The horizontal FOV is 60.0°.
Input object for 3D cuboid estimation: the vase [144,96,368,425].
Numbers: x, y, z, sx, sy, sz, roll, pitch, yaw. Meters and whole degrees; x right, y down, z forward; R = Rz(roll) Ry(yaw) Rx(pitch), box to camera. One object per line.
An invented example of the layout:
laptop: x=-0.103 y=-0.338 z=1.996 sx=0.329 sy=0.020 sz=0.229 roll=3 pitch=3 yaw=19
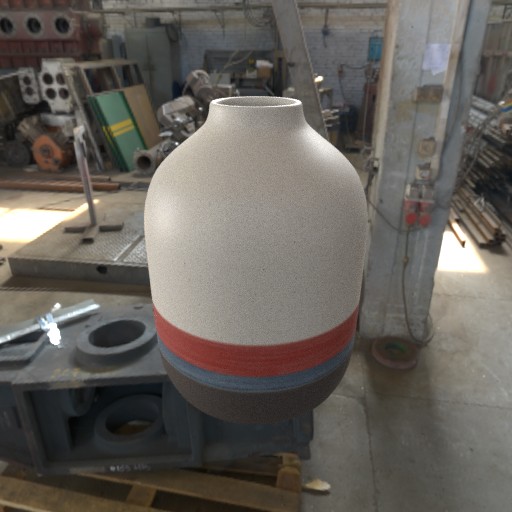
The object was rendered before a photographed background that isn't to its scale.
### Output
vase: x=0.000 y=0.000 z=0.357 sx=0.169 sy=0.237 sz=0.169 roll=0 pitch=26 yaw=0
